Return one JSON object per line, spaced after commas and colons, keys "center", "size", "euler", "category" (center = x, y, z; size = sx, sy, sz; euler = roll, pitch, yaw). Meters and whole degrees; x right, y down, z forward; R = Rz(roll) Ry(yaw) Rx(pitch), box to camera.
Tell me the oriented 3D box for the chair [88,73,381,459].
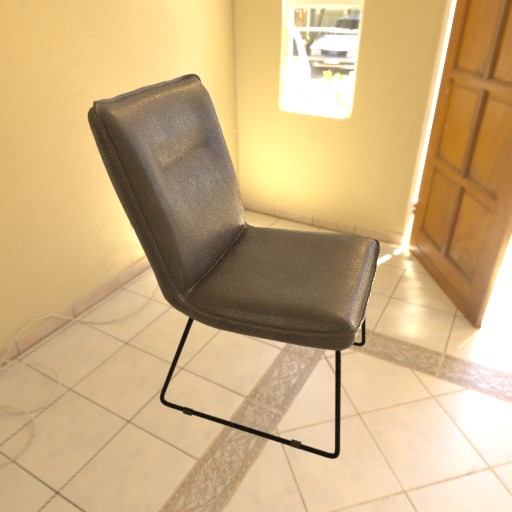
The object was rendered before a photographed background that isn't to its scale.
{"center": [0.000, 0.000, 1.323], "size": [0.688, 0.932, 0.515], "euler": [11, 32, 17], "category": "chair"}
